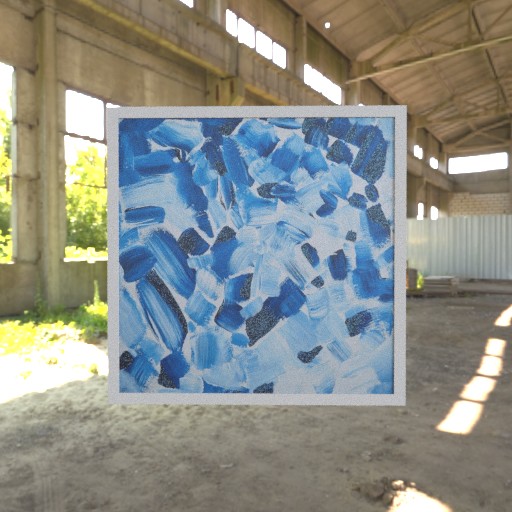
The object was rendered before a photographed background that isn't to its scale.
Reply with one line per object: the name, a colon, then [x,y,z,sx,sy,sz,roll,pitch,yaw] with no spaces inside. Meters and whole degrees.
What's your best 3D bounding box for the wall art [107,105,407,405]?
wall art: [0.000,0.000,1.212,0.812,0.812,0.015,0,1,1]
